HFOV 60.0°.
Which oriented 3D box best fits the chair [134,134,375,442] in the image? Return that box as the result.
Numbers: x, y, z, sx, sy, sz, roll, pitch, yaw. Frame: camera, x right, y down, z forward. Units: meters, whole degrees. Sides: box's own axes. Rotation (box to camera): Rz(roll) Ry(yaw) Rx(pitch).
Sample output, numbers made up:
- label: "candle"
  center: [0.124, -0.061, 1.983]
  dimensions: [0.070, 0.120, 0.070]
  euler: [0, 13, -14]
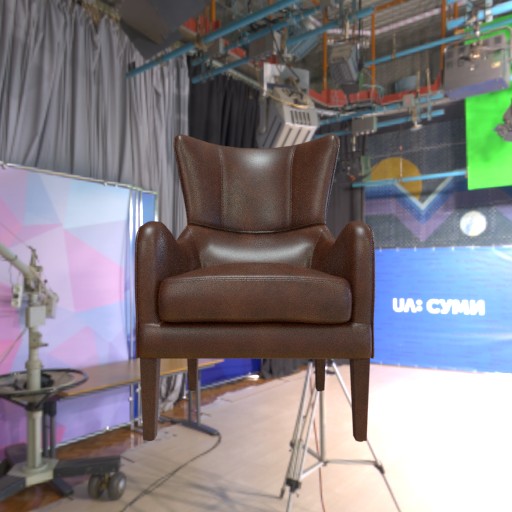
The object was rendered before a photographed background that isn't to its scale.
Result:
- label: "chair"
  center: [0.000, 0.000, 1.636]
  dimensions: [0.692, 1.048, 0.914]
  euler: [0, -1, 1]
